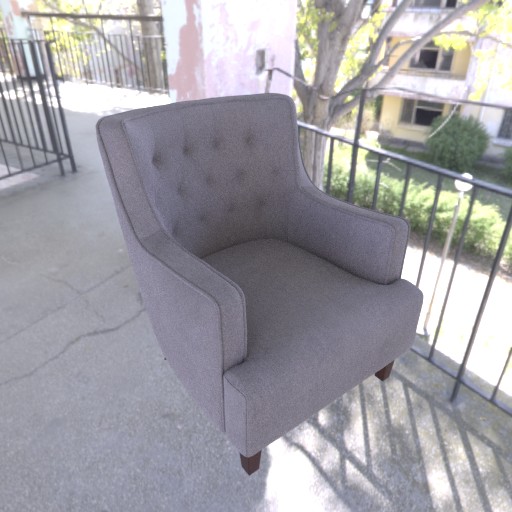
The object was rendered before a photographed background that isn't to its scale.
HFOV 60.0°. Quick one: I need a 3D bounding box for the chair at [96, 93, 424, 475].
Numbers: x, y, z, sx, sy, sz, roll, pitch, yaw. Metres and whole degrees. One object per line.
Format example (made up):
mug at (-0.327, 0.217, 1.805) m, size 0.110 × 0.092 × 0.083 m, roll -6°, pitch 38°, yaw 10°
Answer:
chair at (0.000, 0.000, 1.531) m, size 0.781 × 0.919 × 0.910 m, roll -21°, pitch 36°, yaw -32°
